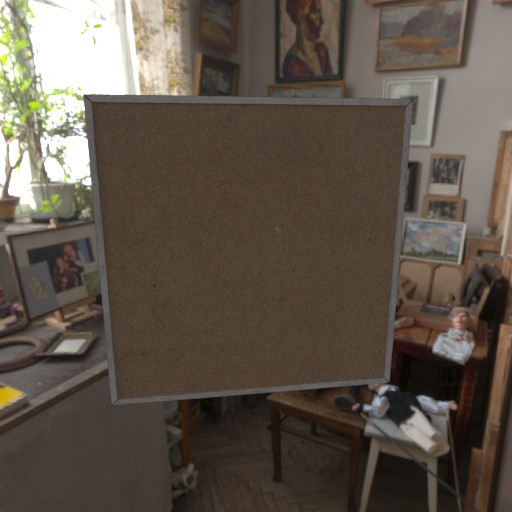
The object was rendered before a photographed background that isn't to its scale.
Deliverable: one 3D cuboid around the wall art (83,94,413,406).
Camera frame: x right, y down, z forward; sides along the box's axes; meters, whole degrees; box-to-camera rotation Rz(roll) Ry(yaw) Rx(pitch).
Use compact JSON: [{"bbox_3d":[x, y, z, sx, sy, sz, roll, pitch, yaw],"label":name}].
[{"bbox_3d":[0.000,0.000,1.126,0.762,0.762,0.038,-2,15,-8],"label":"wall art"}]
